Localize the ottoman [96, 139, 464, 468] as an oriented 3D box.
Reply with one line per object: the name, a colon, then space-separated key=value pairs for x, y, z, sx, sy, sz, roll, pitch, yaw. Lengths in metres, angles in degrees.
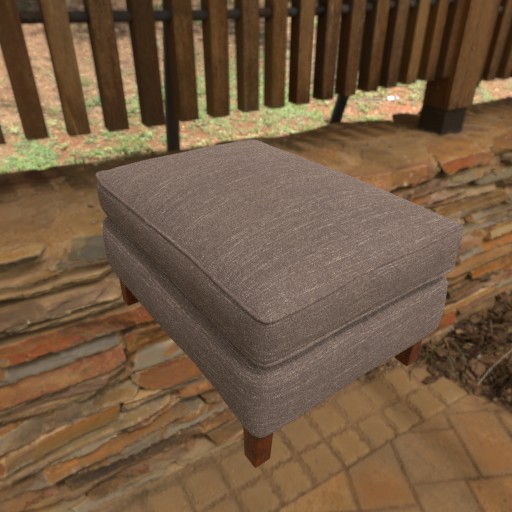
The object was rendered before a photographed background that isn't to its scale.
ottoman: x=0.000 y=0.000 z=0.990 sx=0.508 sy=0.406 sz=0.686 roll=-21 pitch=37 yaw=-30
